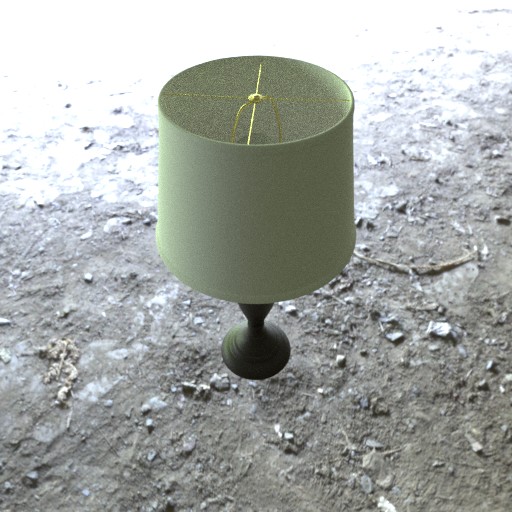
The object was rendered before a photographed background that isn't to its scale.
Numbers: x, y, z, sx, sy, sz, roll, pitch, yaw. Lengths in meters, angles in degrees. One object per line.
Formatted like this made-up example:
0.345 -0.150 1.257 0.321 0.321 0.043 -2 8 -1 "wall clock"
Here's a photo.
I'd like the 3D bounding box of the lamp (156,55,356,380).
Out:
0.000 0.000 0.802 0.335 0.611 0.335 0 46 0 "lamp"
